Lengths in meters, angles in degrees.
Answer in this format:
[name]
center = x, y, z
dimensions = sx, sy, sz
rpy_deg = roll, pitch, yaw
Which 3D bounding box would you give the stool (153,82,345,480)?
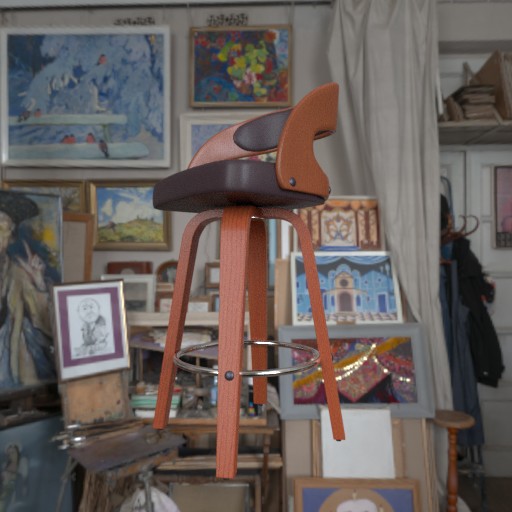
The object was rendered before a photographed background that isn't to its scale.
[stool]
center = 0.000, 0.000, 1.189
dimensions = 0.457, 0.940, 0.457
rpy_deg = 0, -1, -36
